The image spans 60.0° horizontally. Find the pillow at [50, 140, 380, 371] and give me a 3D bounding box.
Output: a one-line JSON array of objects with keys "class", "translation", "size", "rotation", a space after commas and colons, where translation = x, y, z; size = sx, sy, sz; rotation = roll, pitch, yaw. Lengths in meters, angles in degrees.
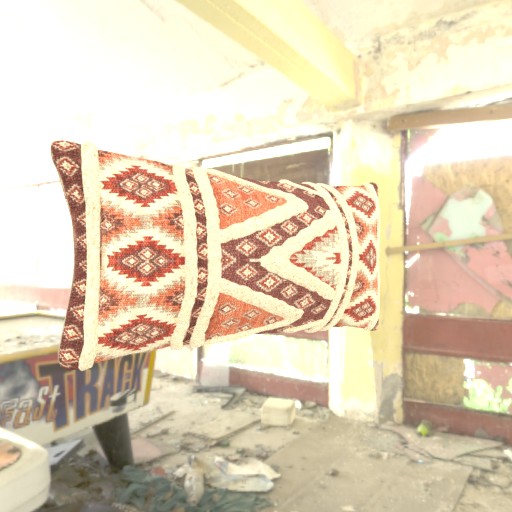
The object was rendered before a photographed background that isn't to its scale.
[{"class": "pillow", "translation": [0.000, 0.000, 0.712], "size": [0.608, 0.295, 0.161], "rotation": [0, 0, -36]}]
